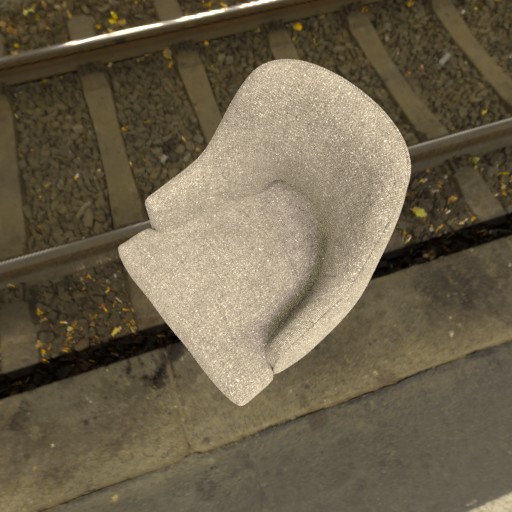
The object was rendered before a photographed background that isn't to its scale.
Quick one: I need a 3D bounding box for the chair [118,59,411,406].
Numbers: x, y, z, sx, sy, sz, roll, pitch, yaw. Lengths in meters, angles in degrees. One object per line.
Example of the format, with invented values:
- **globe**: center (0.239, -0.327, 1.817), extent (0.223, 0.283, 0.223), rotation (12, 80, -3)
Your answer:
- **chair**: center (0.000, 0.000, 1.292), extent (0.629, 0.875, 0.608), rotation (-37, 69, -17)
